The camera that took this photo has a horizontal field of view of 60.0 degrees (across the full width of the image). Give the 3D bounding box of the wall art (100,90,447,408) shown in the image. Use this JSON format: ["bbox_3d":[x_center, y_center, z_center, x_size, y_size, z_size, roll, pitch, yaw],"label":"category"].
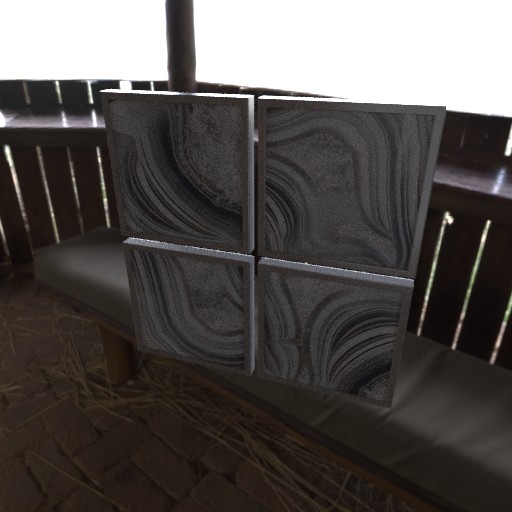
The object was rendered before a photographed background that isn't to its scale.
[{"bbox_3d":[0.000,0.000,0.897,0.611,0.611,0.029,8,28,16],"label":"wall art"}]
